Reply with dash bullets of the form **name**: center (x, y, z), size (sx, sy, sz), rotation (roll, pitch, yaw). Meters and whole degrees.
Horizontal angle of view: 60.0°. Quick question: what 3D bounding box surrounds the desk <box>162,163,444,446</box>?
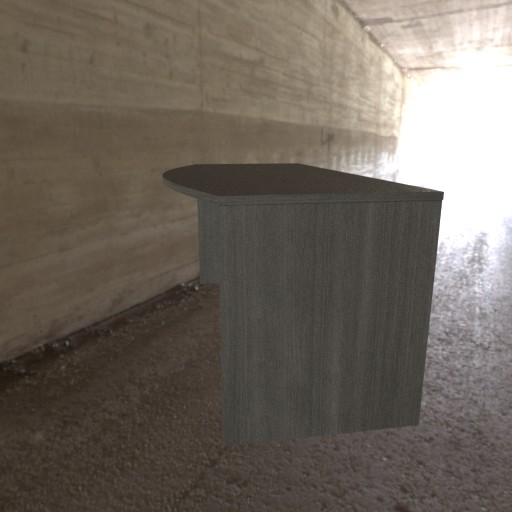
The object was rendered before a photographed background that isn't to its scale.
- **desk**: center (0.000, 0.000, 2.034), size (0.802, 0.750, 1.600), rotation (-2, 15, -9)
